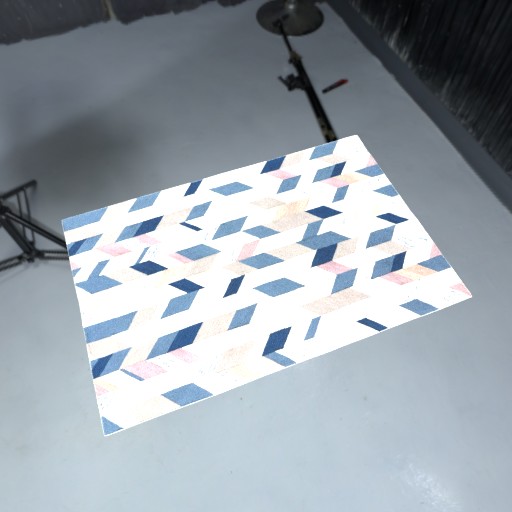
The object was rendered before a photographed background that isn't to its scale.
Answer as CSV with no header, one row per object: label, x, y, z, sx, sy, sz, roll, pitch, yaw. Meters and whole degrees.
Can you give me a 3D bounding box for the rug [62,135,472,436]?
rug,0.000,0.000,2.296,1.813,0.006,1.202,-18,60,-11
